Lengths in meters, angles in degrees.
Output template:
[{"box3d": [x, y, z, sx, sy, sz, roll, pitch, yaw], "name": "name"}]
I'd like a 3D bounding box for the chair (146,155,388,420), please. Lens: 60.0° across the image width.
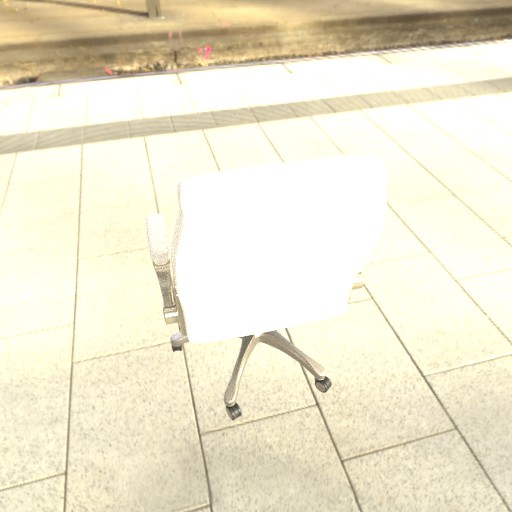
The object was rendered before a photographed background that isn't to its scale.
[{"box3d": [0.000, 0.000, 1.625, 0.740, 1.110, 0.794, -12, 42, -13], "name": "chair"}]
